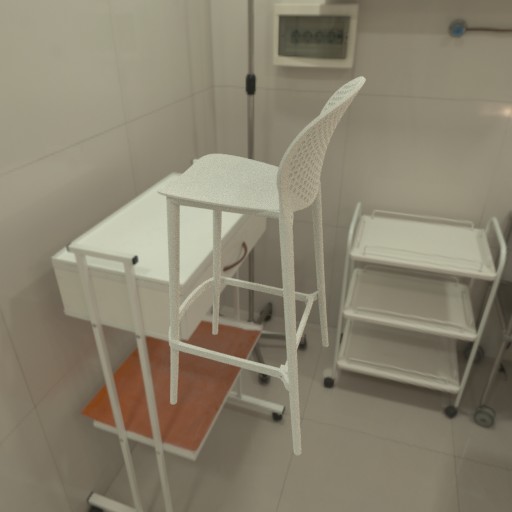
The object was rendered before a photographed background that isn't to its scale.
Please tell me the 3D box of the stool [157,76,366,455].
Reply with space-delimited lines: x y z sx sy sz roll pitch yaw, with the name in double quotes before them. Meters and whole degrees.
"stool" 0.000 0.000 1.374 0.535 1.045 0.536 9 31 15
